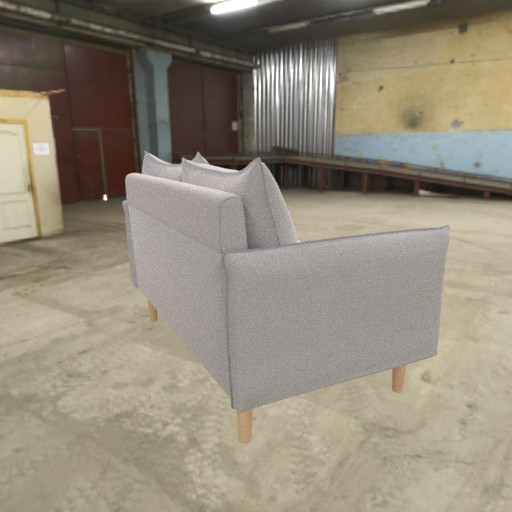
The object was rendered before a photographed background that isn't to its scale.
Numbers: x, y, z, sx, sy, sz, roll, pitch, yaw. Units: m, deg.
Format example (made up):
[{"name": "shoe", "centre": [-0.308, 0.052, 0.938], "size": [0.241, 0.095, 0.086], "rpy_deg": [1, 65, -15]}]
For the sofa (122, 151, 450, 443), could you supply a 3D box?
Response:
[{"name": "sofa", "centre": [0.000, 0.000, 1.829], "size": [0.820, 0.840, 1.300], "rpy_deg": [-7, 15, -26]}]
